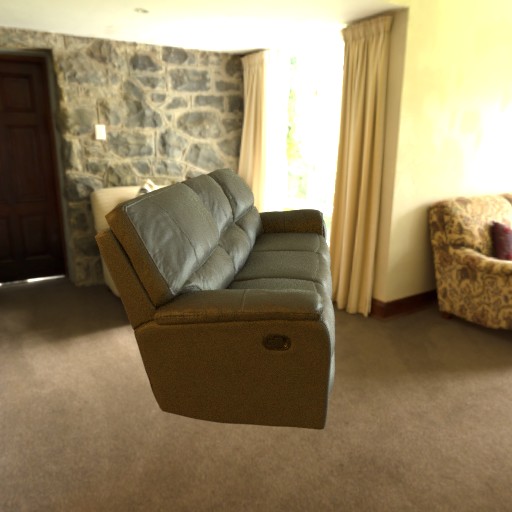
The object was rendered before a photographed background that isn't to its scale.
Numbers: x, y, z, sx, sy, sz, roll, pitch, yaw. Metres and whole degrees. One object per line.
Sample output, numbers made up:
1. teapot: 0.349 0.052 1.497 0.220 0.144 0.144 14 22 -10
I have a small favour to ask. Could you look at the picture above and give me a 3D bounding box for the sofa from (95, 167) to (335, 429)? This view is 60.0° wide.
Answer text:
1. sofa: 0.000 0.000 3.167 1.104 1.134 2.627 2 15 8
